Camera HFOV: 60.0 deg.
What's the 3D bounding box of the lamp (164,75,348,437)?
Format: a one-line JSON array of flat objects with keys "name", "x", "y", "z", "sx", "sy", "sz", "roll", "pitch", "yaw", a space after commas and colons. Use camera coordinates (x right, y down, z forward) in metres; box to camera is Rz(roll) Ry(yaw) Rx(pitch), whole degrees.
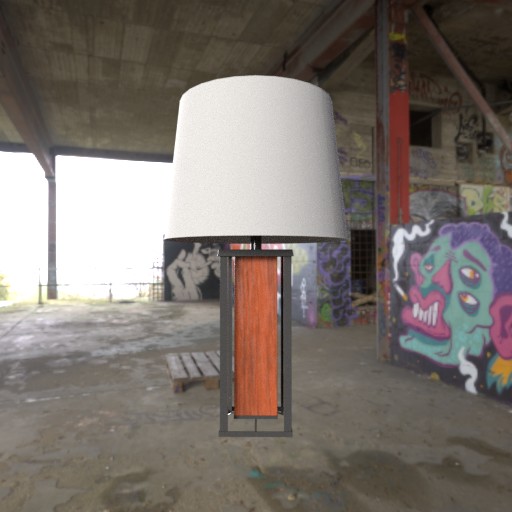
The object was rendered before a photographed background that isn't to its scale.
[{"name": "lamp", "x": 0.000, "y": 0.000, "z": 0.787, "sx": 0.320, "sy": 0.591, "sz": 0.320, "roll": 0, "pitch": -1, "yaw": 0}]
